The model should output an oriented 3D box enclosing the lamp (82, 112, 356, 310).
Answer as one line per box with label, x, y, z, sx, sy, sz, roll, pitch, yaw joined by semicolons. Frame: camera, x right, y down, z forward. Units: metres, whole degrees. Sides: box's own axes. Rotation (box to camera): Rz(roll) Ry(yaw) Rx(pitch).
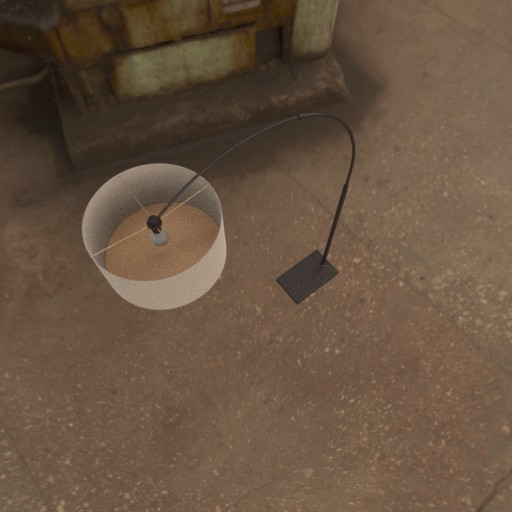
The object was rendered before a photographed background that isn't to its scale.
lamp;0.000;0.000;2.450;1.424;1.927;0.493;-35;68;-17
